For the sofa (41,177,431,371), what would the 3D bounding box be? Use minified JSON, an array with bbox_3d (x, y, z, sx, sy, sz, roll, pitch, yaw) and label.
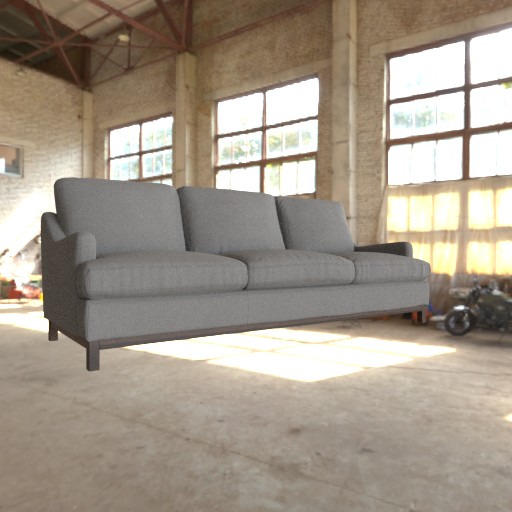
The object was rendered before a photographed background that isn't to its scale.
[{"bbox_3d":[0.000,0.000,2.801,2.344,0.926,0.987,0,0,-36],"label":"sofa"}]
